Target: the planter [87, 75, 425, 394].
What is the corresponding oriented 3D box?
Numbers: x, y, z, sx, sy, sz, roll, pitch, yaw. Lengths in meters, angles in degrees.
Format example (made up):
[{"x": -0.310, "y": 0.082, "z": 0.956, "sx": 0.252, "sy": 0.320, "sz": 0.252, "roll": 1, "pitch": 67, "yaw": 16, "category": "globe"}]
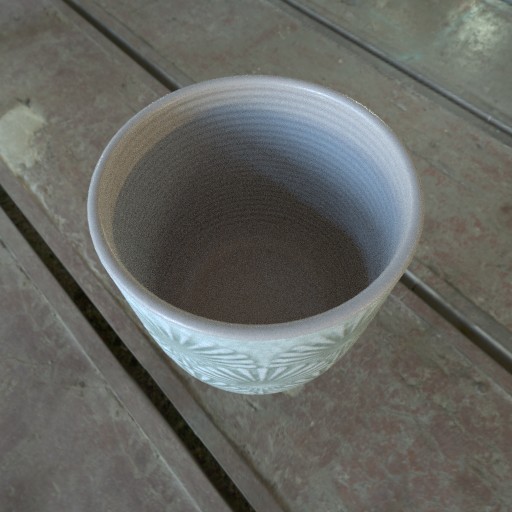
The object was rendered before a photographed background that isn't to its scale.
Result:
[{"x": 0.000, "y": 0.000, "z": 0.211, "sx": 0.124, "sy": 0.109, "sz": 0.124, "roll": 0, "pitch": 59, "yaw": 0, "category": "planter"}]
